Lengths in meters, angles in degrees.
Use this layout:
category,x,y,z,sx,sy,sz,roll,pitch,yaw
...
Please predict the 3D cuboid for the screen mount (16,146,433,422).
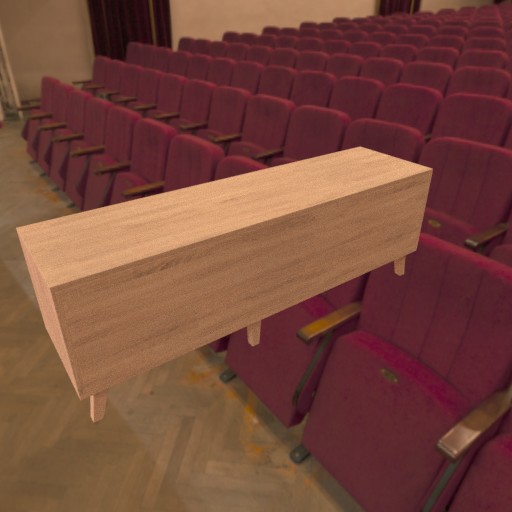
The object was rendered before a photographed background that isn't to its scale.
category,x,y,z,sx,sy,sz,roll,pitch,yaw
screen mount,0.000,0.000,1.705,1.500,0.510,0.400,-20,35,-30
